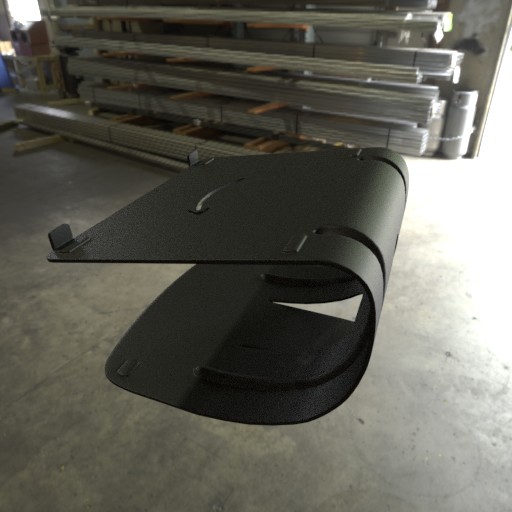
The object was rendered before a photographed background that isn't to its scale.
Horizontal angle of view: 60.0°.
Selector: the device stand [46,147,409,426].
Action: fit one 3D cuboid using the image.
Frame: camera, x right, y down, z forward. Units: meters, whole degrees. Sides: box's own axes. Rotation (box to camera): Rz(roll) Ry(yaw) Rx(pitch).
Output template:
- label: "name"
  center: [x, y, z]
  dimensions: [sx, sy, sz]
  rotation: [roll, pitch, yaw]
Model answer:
- label: "device stand"
  center: [0.000, 0.000, 0.402]
  dimensions: [0.236, 0.155, 0.256]
  rotation: [11, 31, 18]
